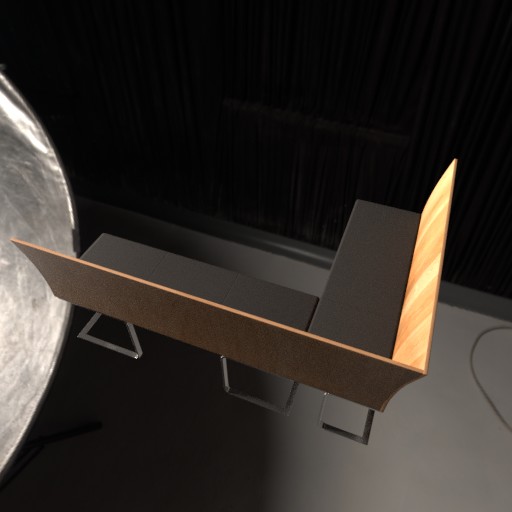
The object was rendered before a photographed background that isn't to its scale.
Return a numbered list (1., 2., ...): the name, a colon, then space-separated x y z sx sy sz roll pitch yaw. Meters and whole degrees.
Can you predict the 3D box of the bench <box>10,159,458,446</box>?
1. bench: 0.000 0.000 2.692 1.945 0.930 1.495 16 48 15
